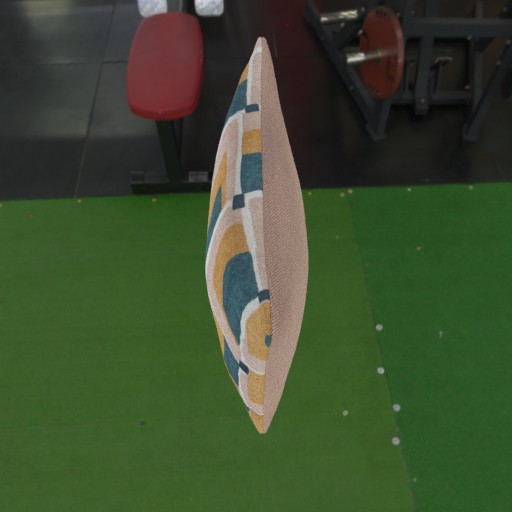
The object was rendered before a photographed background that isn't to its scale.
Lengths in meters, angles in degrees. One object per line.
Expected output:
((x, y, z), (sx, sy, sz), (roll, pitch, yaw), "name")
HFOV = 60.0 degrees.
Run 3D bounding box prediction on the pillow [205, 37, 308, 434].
((0.000, 0.000, 0.735), (0.158, 0.479, 0.478), (-1, 58, 0), "pillow")
